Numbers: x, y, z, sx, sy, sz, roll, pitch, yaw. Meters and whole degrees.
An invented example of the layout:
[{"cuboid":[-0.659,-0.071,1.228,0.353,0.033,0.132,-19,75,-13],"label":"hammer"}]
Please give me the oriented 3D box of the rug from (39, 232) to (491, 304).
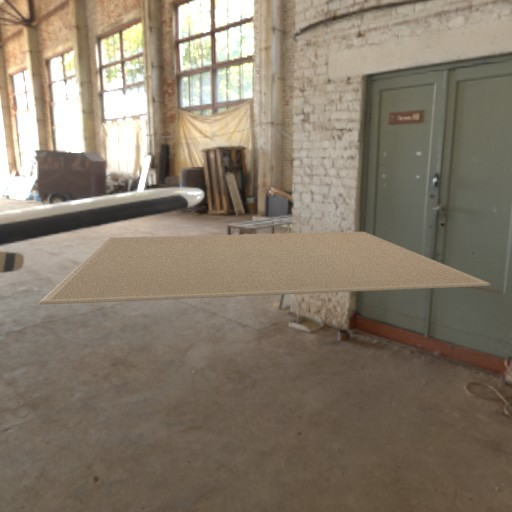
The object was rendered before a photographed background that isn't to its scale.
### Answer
[{"cuboid":[0.000,0.000,4.107,3.051,0.020,2.407,-2,12,-8],"label":"rug"}]
